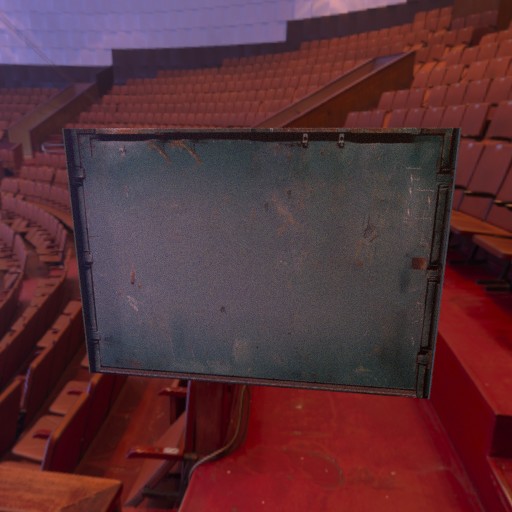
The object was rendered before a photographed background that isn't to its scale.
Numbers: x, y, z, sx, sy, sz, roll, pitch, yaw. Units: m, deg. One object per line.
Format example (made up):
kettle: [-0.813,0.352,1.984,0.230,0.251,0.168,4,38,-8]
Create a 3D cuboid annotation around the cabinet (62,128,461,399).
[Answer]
cabinet: [0.000,0.000,3.915,3.001,2.160,0.680,2,15,8]
